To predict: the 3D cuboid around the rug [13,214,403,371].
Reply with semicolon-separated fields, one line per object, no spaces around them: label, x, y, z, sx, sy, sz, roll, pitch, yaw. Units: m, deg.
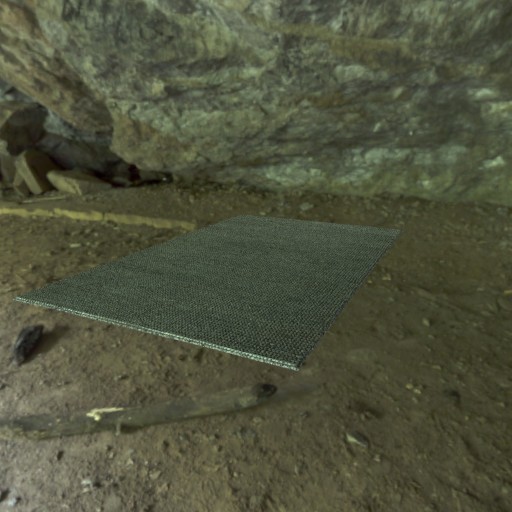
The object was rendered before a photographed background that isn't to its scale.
rug;0.000;0.000;2.964;1.538;0.021;2.443;8;18;25
